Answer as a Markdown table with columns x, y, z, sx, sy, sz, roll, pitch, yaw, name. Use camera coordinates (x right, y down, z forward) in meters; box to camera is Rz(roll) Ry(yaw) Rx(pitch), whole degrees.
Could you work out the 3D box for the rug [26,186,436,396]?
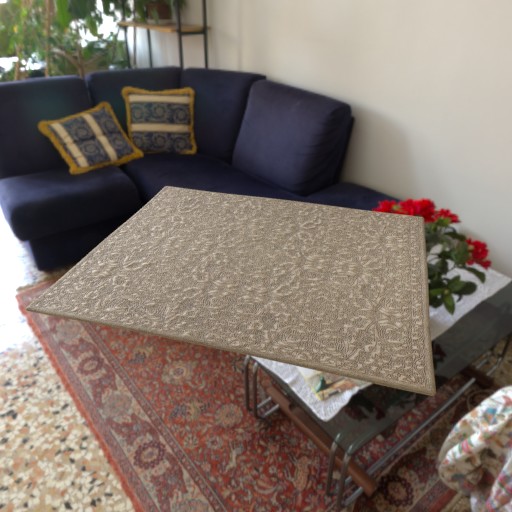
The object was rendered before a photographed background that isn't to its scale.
| x | y | z | sx | sy | sz | roll | pitch | yaw | name |
| --- | --- | --- | --- | --- | --- | --- | --- | --- | --- |
| 0.000 | 0.000 | 4.074 | 3.017 | 0.035 | 2.472 | 9 | 33 | 13 | rug |
